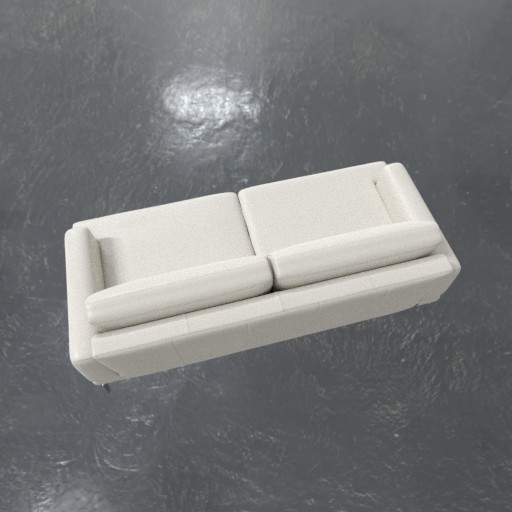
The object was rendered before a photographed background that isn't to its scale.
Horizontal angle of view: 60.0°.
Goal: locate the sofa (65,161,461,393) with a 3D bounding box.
[{"bbox_3d":[0.000,0.000,2.408,1.940,0.765,0.974,-13,60,-7],"label":"sofa"}]
